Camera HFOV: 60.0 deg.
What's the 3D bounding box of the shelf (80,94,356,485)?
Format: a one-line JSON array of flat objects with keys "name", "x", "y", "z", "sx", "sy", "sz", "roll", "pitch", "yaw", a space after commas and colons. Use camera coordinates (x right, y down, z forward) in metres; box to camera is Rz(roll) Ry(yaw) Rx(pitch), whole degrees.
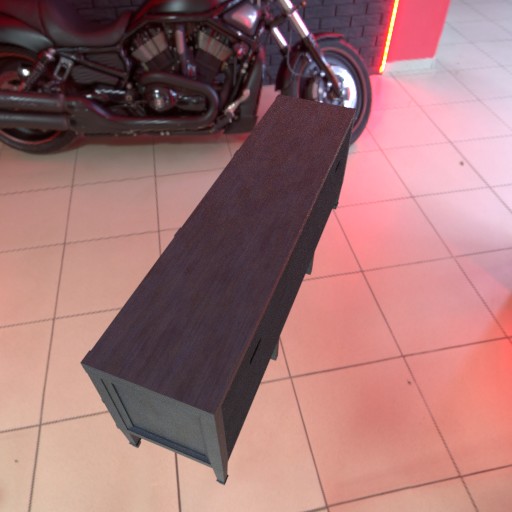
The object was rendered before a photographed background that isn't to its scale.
[{"name": "shelf", "x": 0.000, "y": 0.000, "z": 2.194, "sx": 0.471, "sy": 0.715, "sz": 1.878, "roll": 16, "pitch": 49, "yaw": 14}]
